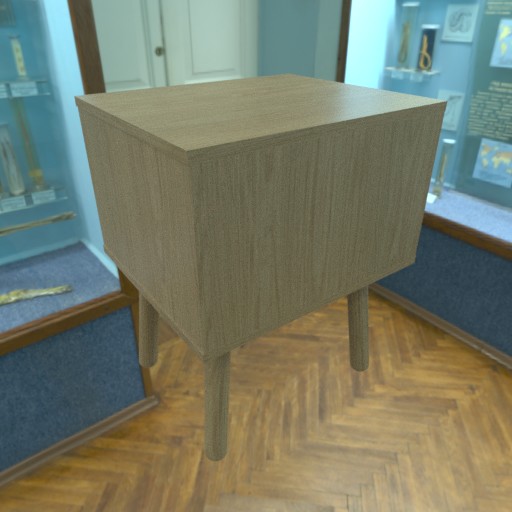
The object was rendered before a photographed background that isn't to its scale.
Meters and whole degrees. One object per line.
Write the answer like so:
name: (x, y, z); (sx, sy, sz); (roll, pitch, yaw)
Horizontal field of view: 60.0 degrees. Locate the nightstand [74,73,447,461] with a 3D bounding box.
nightstand: (0.000, 0.000, 0.839); (0.450, 0.571, 0.380); (-20, 35, -31)
